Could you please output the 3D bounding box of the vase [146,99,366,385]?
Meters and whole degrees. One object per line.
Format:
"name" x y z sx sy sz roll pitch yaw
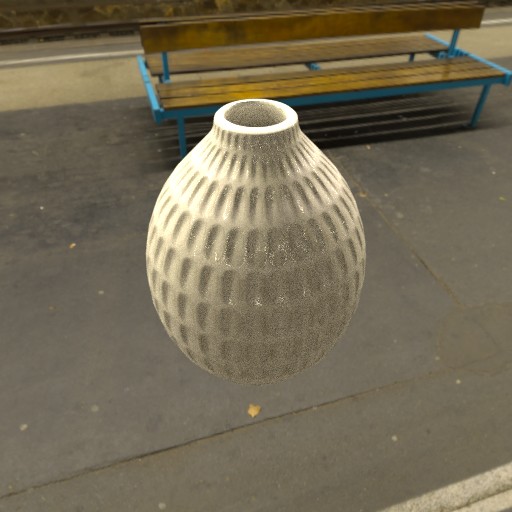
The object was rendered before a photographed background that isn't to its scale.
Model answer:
"vase" 0.000 0.000 0.335 0.162 0.223 0.162 0 40 0
